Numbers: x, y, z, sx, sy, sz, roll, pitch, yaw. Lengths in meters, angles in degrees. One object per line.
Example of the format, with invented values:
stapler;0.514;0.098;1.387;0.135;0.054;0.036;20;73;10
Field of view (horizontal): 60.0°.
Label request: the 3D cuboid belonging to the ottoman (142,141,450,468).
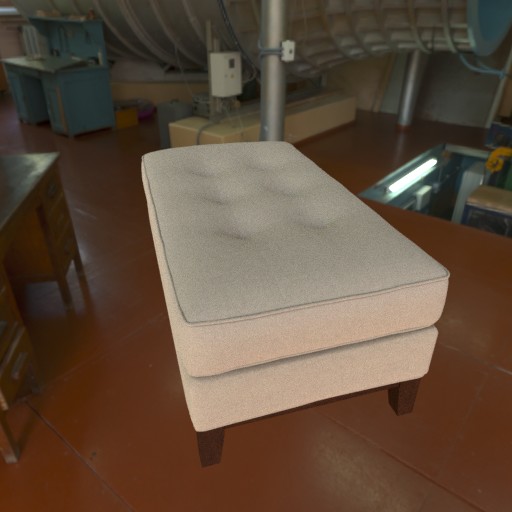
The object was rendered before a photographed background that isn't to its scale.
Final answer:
ottoman;0.000;0.000;1.491;0.648;0.508;1.143;-9;32;-14
